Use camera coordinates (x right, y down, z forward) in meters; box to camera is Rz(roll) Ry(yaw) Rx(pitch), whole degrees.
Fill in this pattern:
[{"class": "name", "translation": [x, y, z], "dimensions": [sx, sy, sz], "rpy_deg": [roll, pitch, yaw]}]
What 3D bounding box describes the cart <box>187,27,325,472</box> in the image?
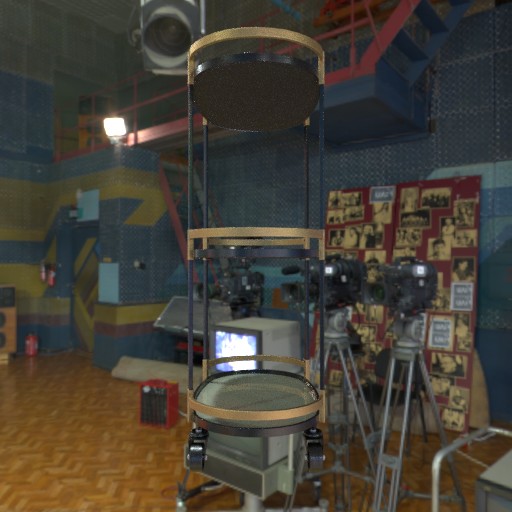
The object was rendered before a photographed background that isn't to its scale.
[{"class": "cart", "translation": [0.000, 0.000, 1.110], "dimensions": [0.311, 0.885, 0.515], "rpy_deg": [0, -1, 0]}]
